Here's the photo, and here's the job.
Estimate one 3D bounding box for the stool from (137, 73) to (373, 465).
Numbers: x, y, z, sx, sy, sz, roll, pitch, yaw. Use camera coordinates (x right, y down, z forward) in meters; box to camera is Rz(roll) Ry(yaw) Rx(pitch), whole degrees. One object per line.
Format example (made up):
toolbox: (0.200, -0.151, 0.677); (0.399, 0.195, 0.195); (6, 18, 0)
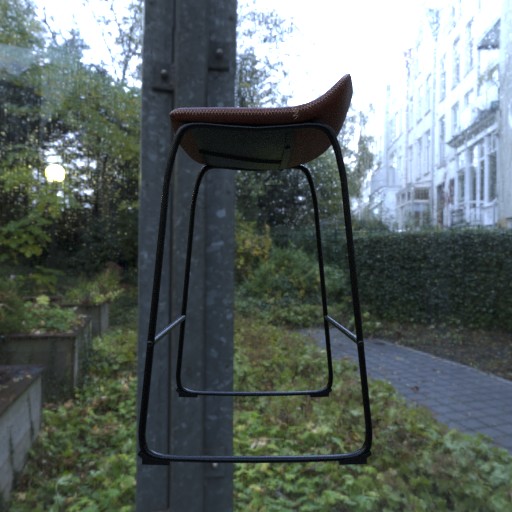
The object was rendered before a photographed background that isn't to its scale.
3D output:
stool: (0.000, 0.000, 1.105); (0.473, 0.830, 0.454); (0, -1, 0)
